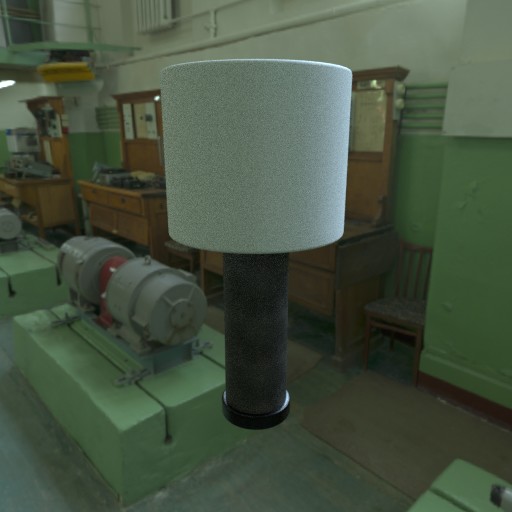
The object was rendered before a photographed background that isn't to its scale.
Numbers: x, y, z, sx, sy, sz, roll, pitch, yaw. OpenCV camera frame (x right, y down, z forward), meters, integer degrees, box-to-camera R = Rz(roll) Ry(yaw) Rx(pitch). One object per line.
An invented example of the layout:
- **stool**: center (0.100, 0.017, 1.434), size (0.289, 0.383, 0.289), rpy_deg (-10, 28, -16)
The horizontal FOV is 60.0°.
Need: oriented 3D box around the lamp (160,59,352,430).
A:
- **lamp**: center (0.000, 0.000, 0.801), size (0.305, 0.634, 0.305), rpy_deg (-15, 22, -42)
